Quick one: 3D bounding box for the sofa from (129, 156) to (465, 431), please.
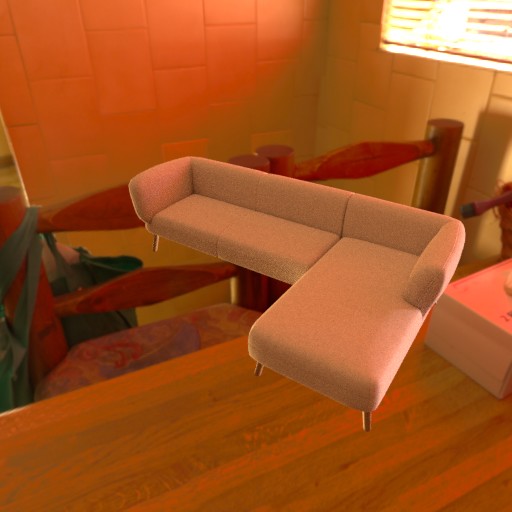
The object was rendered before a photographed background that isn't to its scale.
[{"bbox_3d":[0.000,0.000,3.344,2.660,0.730,1.610,19,36,28],"label":"sofa"}]
